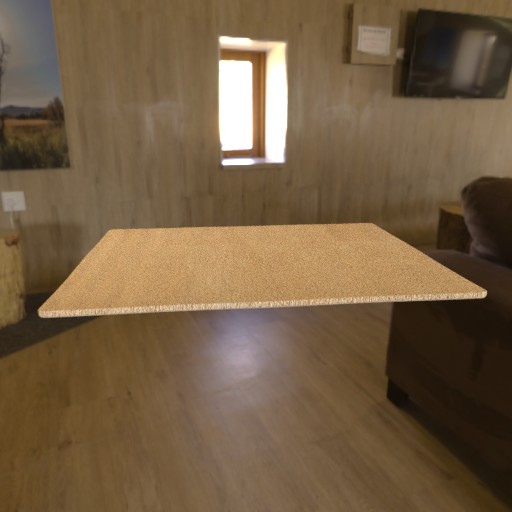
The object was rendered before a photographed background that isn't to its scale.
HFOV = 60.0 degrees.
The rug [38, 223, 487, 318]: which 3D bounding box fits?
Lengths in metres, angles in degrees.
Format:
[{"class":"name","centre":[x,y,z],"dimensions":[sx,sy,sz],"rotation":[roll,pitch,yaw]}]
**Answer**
[{"class":"rug","centre":[0.000,0.000,2.124],"dimensions":[1.600,0.025,1.199],"rotation":[-2,17,-6]}]
